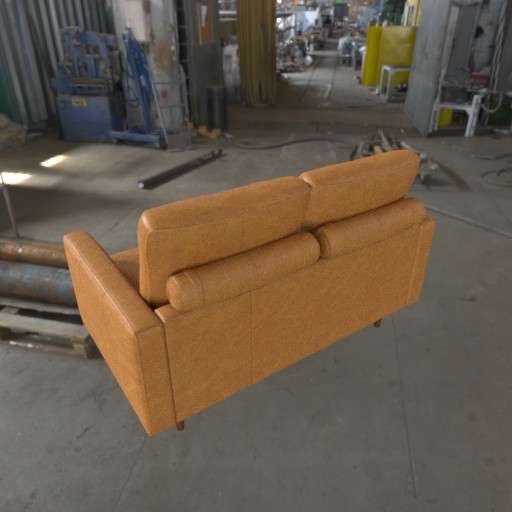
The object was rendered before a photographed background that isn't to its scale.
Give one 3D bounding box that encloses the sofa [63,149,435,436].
[{"bbox_3d":[0.000,0.000,1.957,1.430,0.898,0.868,-19,34,-30],"label":"sofa"}]
